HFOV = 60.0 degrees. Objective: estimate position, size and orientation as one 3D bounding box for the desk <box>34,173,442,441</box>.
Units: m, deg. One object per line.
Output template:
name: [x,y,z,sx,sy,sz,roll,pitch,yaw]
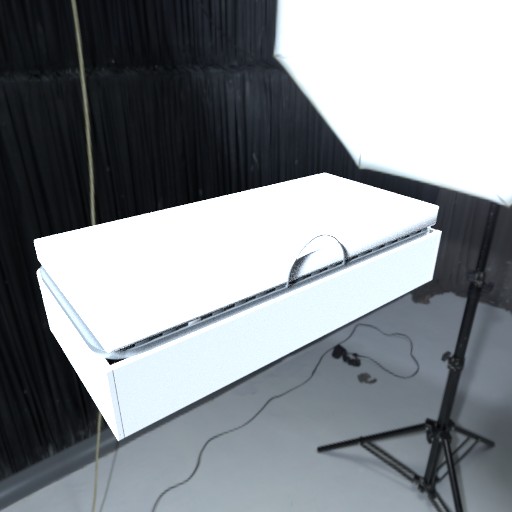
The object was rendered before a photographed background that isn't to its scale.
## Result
desk: [0.000,0.000,2.266,1.900,0.526,0.900,-19,31,-33]
